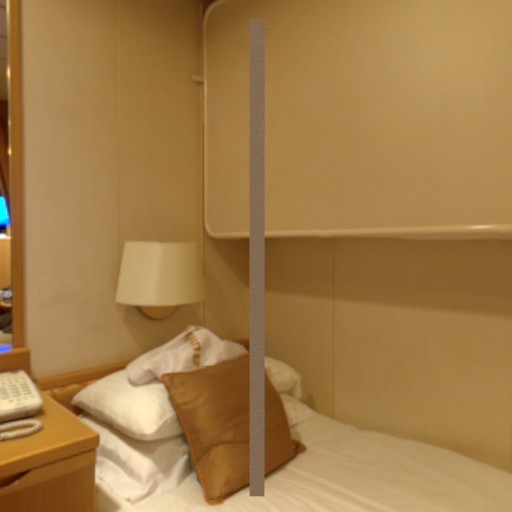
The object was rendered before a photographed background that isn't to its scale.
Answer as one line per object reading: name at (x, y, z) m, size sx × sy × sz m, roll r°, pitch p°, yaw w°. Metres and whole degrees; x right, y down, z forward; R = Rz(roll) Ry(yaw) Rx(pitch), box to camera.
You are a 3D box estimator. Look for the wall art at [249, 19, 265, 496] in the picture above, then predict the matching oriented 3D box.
wall art at (0.000, 0.000, 1.084) m, size 0.026 × 0.811 × 0.661 m, roll 0°, pitch 2°, yaw 0°
